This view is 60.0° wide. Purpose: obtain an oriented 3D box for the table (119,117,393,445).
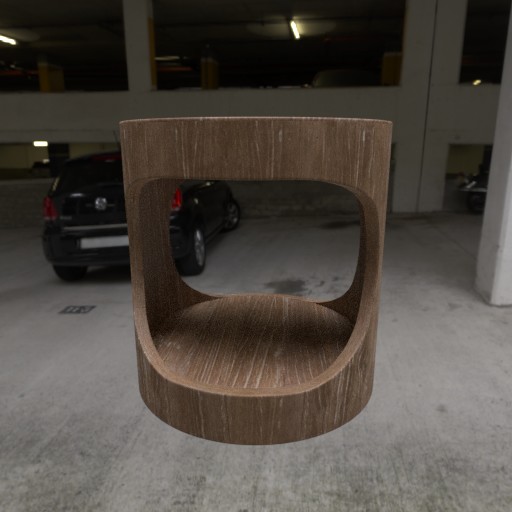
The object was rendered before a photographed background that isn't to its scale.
[{"bbox_3d":[0.000,0.000,0.961,0.527,0.551,0.527,0,15,0],"label":"table"}]
